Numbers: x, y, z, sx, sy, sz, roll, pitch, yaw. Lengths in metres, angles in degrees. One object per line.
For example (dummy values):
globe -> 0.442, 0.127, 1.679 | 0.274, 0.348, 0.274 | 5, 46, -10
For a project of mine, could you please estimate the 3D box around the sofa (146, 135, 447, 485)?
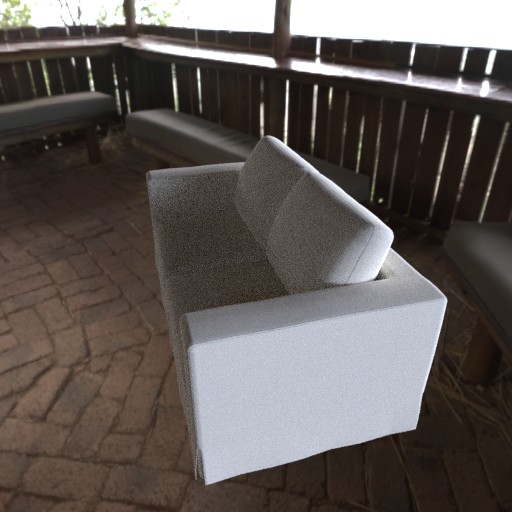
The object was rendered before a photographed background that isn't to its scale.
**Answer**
sofa -> 0.000, 0.000, 2.380 | 1.009, 0.932, 1.813 | -8, 31, -14
